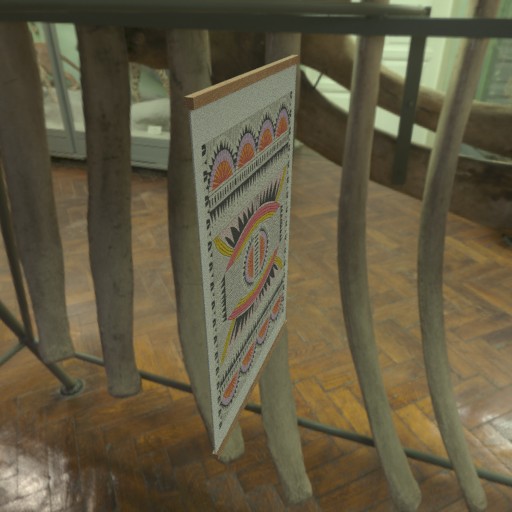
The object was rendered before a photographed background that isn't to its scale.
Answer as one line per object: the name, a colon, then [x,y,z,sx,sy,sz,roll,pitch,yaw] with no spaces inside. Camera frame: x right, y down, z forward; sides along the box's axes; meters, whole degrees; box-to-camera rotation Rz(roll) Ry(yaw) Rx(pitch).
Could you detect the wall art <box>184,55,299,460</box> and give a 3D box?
wall art: [0.000,0.000,1.968,0.028,1.533,0.999,11,32,18]
